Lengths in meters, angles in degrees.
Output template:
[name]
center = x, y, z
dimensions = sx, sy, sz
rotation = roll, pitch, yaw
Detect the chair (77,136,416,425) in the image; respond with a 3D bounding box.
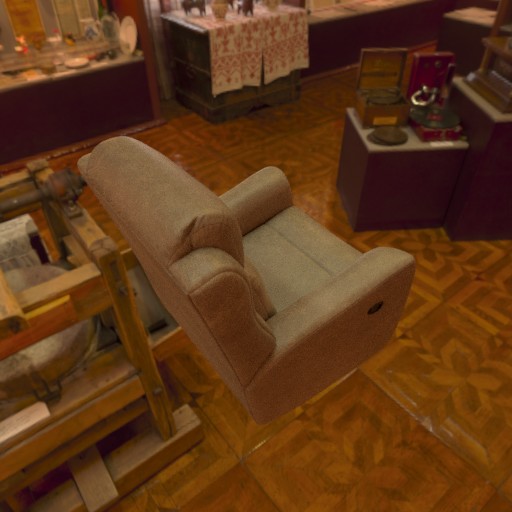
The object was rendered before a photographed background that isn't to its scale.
[chair]
center = 0.000, 0.000, 1.921
dimensions = 1.068, 1.116, 0.965
rotation = -26, 47, -27
